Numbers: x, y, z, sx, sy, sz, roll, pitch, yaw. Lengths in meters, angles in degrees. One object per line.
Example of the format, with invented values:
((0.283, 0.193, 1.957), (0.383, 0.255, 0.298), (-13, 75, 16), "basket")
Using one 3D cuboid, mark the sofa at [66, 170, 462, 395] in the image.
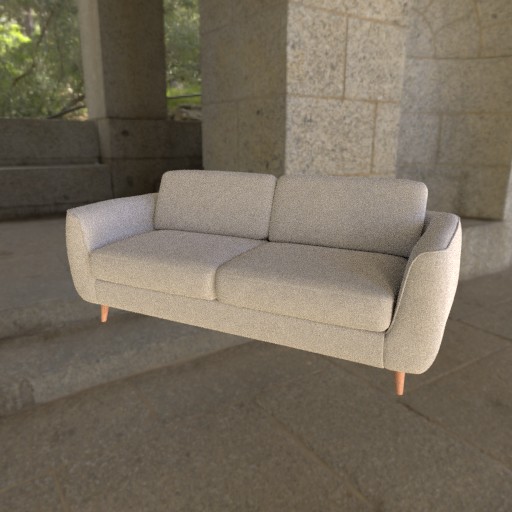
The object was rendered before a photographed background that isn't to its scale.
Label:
((0.000, 0.000, 2.407), (2.000, 0.850, 0.920), (7, 17, 26), "sofa")
